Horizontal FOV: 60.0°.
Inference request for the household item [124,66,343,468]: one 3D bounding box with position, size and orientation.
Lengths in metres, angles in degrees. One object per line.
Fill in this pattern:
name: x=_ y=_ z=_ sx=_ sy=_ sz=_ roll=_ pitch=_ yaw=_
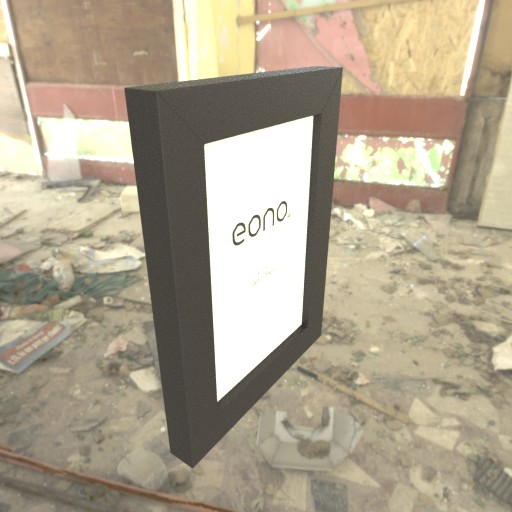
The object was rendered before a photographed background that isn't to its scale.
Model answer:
household item: x=0.000 y=0.000 z=0.234 sx=0.022 sy=0.178 sz=0.133 roll=18 pitch=32 yaw=31
